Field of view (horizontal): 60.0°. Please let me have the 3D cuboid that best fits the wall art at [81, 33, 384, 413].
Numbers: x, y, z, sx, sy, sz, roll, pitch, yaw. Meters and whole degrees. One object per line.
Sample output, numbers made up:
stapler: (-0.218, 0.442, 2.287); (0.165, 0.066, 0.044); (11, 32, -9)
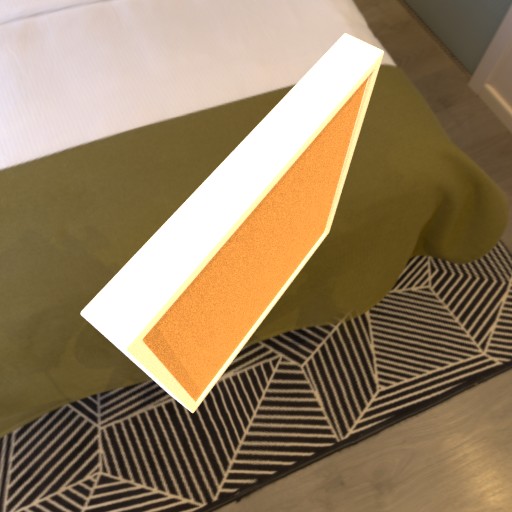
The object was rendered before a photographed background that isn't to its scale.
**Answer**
wall art: (0.000, 0.000, 0.449); (0.038, 0.305, 0.305); (33, 68, 15)
